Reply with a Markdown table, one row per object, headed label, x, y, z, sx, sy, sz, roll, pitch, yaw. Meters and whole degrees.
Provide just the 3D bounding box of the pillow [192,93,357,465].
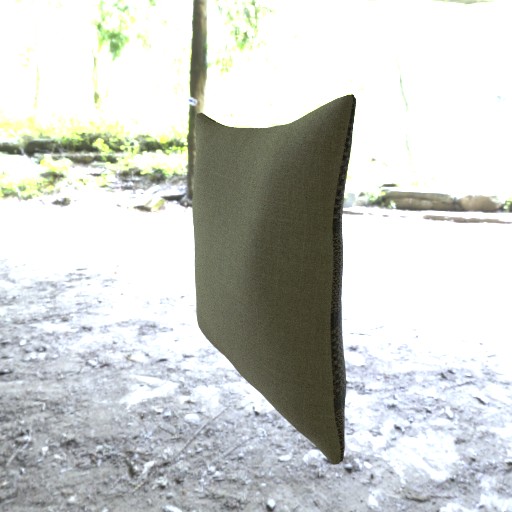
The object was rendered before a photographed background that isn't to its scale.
| label | x | y | z | sx | sy | sz | roll | pitch | yaw |
| --- | --- | --- | --- | --- | --- | --- | --- | --- | --- |
| pillow | 0.000 | 0.000 | 0.672 | 0.138 | 0.432 | 0.435 | -8 | 17 | -27 |
